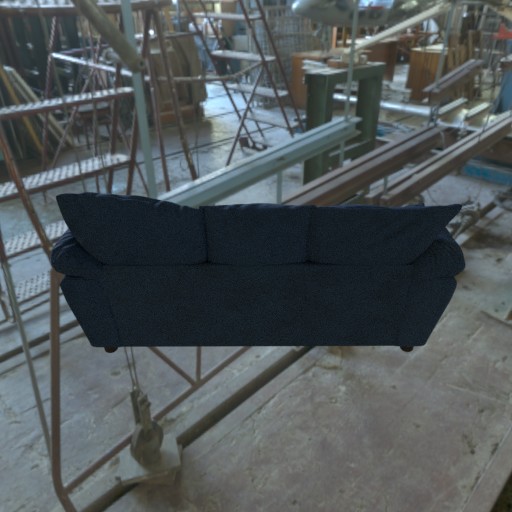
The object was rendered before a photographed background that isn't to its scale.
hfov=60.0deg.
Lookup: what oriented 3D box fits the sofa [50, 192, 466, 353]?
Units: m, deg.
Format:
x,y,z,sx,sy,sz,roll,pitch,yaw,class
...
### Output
x,y,z,sx,sy,sz,roll,pitch,yaw,class
0.000,0.000,2.854,2.390,1.091,0.907,0,31,0,sofa
